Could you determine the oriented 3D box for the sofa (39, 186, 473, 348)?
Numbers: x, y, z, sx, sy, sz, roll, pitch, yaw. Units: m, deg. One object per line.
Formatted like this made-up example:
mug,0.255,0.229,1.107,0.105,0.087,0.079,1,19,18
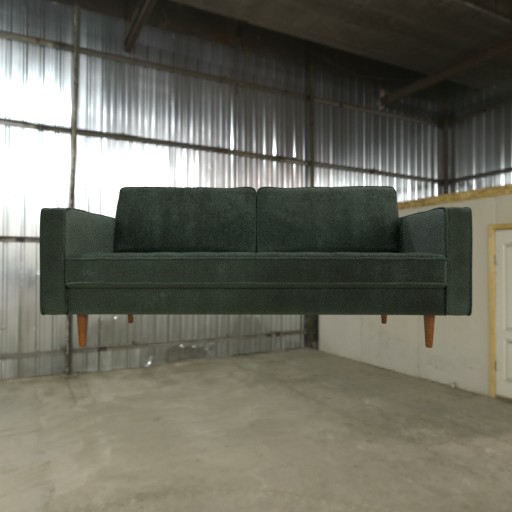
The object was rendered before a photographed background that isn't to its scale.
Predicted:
sofa,0.000,0.000,2.238,1.816,0.781,0.886,0,0,1
